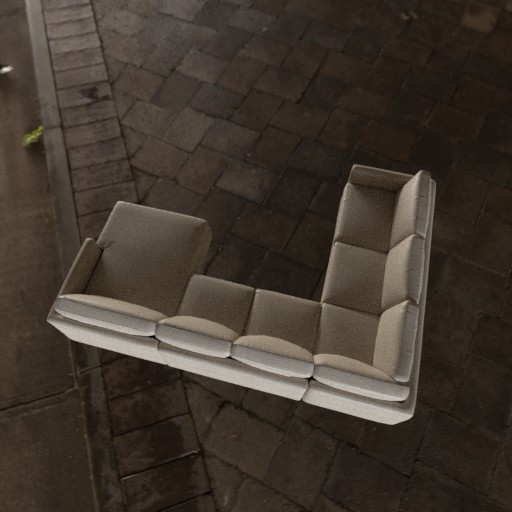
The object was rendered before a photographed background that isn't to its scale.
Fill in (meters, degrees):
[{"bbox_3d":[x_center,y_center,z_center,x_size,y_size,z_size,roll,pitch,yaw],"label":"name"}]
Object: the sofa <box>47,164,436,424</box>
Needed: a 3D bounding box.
[{"bbox_3d":[0.000,0.000,4.735,3.460,0.961,2.594,13,64,6],"label":"sofa"}]
